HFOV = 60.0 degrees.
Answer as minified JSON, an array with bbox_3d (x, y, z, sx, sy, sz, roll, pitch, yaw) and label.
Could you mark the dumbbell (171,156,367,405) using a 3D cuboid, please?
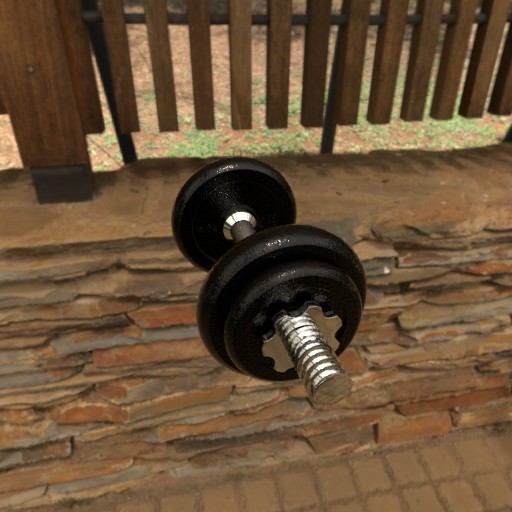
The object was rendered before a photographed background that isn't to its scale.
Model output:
[{"bbox_3d":[0.000,0.000,0.605,0.202,0.202,0.497,-8,32,-14],"label":"dumbbell"}]
